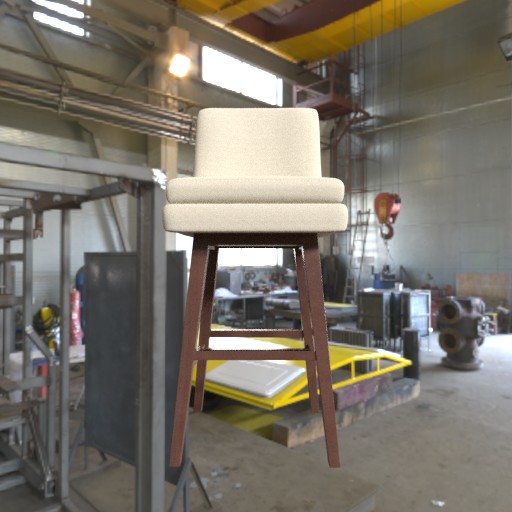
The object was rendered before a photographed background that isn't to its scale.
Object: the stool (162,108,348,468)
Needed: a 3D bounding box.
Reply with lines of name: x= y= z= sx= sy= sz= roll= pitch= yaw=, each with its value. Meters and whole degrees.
stool: x=0.000 y=0.000 z=1.386 sx=0.483 sy=1.093 sz=0.559 roll=0 pitch=-1 yaw=1
